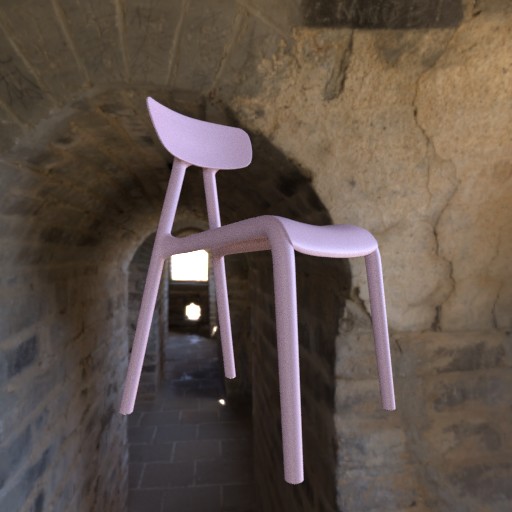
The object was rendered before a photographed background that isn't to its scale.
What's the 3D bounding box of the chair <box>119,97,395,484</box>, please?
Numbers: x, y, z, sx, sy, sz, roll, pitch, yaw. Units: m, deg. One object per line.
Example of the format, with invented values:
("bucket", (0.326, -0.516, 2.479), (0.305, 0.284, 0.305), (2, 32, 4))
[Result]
("chair", (0.000, 0.000, 0.818), (0.401, 0.580, 0.356), (0, 0, 37))
